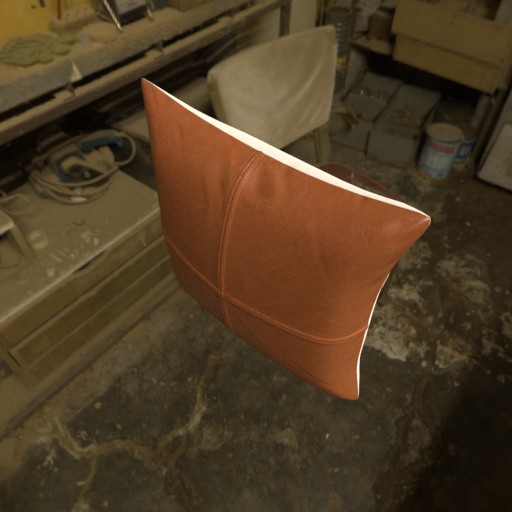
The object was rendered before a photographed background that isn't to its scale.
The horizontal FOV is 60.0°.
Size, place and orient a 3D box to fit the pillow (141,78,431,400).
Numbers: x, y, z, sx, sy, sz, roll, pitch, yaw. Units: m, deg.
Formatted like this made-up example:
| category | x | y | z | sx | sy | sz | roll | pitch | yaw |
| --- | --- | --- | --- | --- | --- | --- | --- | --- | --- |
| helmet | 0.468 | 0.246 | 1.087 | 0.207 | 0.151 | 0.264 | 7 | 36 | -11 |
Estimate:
| category | x | y | z | sx | sy | sz | roll | pitch | yaw |
| --- | --- | --- | --- | --- | --- | --- | --- | --- | --- |
| pillow | 0.000 | 0.000 | 0.771 | 0.501 | 0.477 | 0.192 | 33 | 56 | 26 |
